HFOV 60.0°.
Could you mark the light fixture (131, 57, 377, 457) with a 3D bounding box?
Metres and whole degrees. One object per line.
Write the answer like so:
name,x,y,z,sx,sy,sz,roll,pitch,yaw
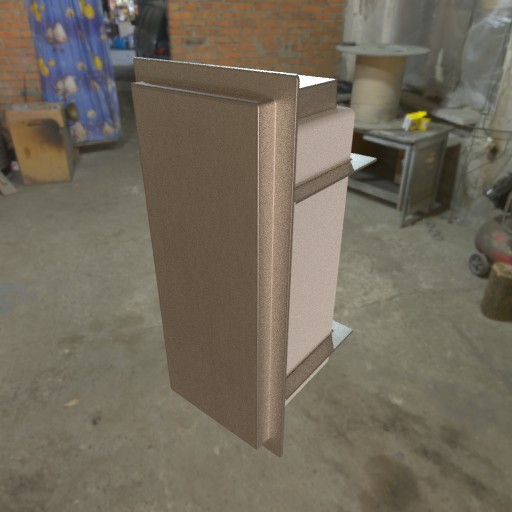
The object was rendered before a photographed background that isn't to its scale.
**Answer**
light fixture,0.000,0.000,0.464,0.168,0.380,0.160,22,36,33
